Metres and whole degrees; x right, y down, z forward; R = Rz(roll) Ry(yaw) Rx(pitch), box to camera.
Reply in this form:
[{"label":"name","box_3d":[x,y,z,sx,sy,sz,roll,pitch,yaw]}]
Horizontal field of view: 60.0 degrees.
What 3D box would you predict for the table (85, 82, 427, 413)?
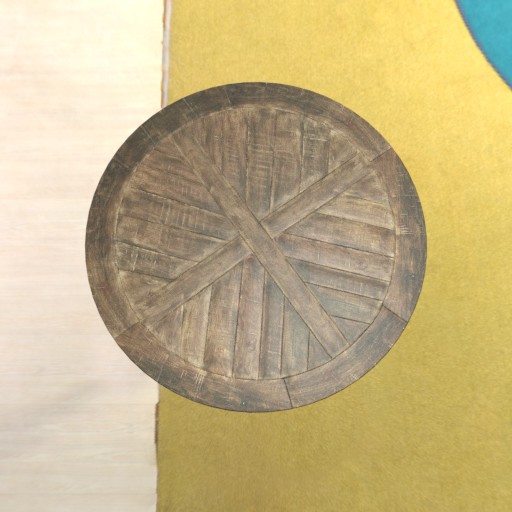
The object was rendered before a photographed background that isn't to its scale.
[{"label":"table","box_3d":[0.000,0.000,2.011,1.264,0.762,1.264,0,77,0]}]
